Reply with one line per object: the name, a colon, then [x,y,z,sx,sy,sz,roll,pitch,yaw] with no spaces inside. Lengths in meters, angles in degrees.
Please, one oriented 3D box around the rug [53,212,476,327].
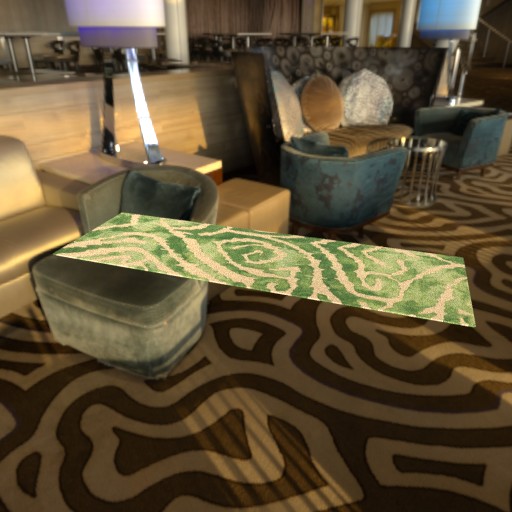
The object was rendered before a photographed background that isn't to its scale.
rug: [0.000,0.000,2.758,2.438,0.006,0.761,9,28,17]
